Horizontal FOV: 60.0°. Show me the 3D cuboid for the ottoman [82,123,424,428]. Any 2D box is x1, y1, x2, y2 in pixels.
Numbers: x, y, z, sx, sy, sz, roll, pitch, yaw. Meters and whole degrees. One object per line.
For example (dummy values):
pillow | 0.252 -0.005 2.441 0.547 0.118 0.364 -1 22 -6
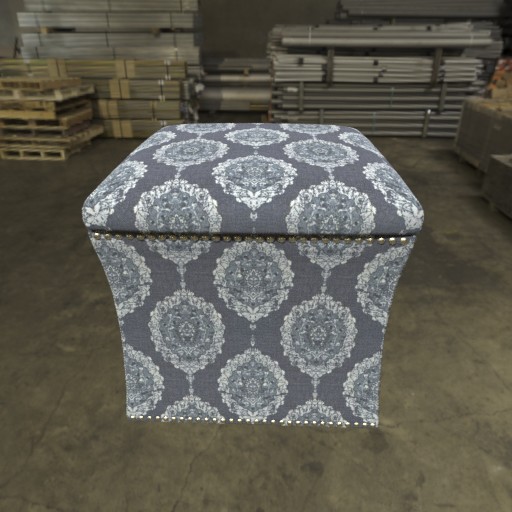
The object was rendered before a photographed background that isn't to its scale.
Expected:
ottoman | 0.000 0.000 0.914 0.497 0.475 0.507 1 28 2
